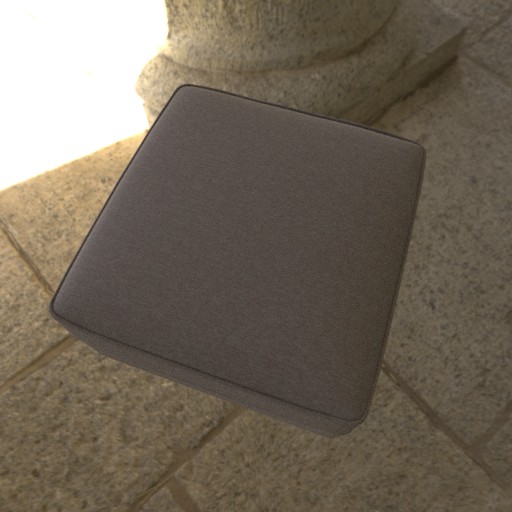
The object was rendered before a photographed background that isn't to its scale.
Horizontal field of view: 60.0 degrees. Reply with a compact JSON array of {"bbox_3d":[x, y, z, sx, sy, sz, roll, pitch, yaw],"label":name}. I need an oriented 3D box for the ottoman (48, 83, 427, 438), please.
[{"bbox_3d":[0.000,0.000,1.377,0.808,0.612,0.871,17,65,8],"label":"ottoman"}]
